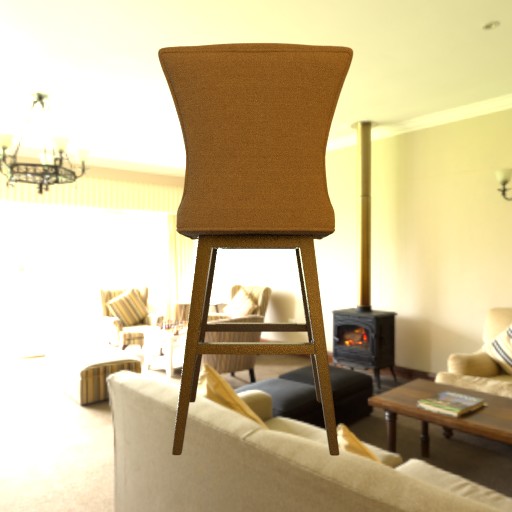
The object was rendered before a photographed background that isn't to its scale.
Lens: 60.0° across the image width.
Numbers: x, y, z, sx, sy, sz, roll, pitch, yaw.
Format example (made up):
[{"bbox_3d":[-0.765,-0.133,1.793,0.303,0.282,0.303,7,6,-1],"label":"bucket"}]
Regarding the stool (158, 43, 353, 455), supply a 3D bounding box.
[{"bbox_3d":[0.000,0.000,1.384,0.514,1.086,0.574,0,0,0],"label":"stool"}]
